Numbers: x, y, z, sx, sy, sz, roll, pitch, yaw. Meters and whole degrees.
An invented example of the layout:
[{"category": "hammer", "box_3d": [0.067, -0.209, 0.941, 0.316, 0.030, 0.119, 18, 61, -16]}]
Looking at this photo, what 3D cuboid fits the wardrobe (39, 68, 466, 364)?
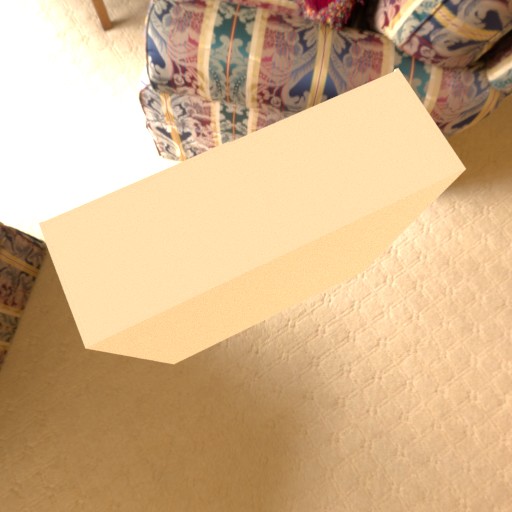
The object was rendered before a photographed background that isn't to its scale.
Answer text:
[{"category": "wardrobe", "box_3d": [0.000, 0.000, 2.951, 1.830, 2.020, 0.600, -25, 76, -7]}]
